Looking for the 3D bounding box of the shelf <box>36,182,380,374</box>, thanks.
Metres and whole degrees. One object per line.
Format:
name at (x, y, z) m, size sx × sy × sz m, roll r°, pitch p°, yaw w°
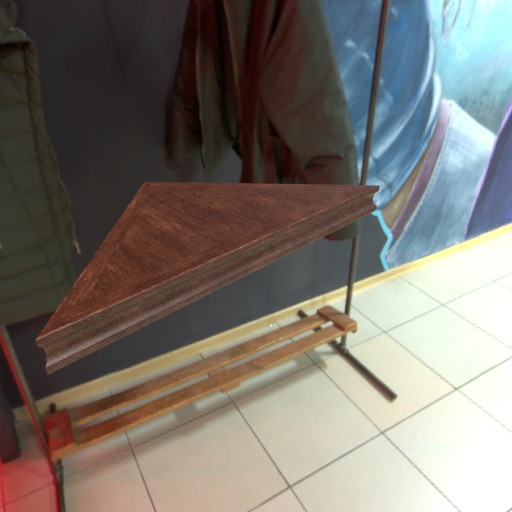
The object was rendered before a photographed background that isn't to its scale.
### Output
shelf at (0.000, 0.000, 0.440) m, size 0.296 × 0.035 × 0.296 m, roll 1°, pitch 31°, yaw 2°
